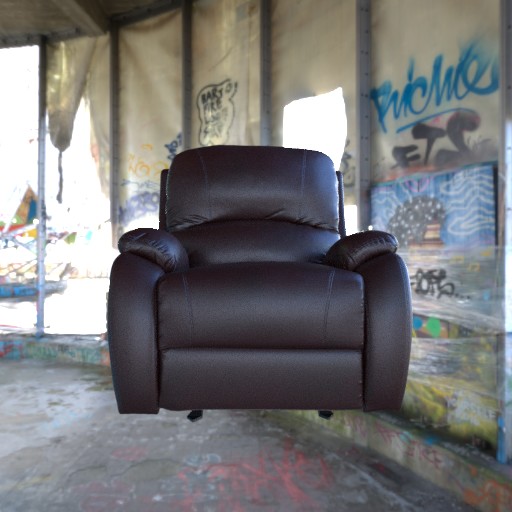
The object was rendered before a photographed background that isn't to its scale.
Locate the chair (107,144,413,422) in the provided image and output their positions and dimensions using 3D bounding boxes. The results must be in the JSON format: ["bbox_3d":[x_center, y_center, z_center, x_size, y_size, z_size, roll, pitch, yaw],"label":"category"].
[{"bbox_3d":[0.000,0.000,1.726,0.930,1.011,0.899,0,0,-3],"label":"chair"}]
